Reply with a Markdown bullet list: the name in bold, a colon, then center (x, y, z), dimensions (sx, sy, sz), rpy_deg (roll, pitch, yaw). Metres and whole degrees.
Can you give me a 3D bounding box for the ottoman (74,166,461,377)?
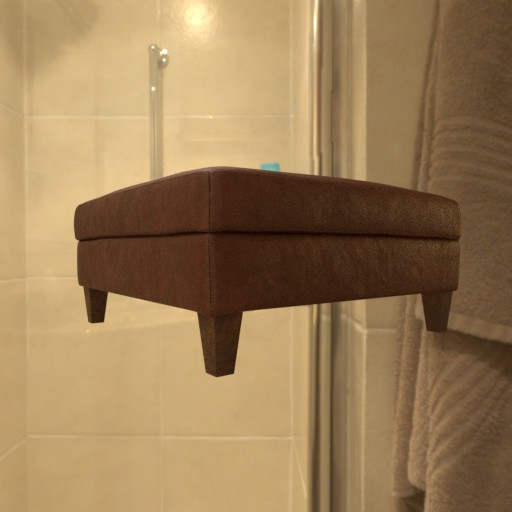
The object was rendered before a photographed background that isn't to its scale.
- **ottoman**: center (0.000, 0.000, 1.305), dimensions (0.836, 0.415, 0.844), rpy_deg (0, 1, -37)
